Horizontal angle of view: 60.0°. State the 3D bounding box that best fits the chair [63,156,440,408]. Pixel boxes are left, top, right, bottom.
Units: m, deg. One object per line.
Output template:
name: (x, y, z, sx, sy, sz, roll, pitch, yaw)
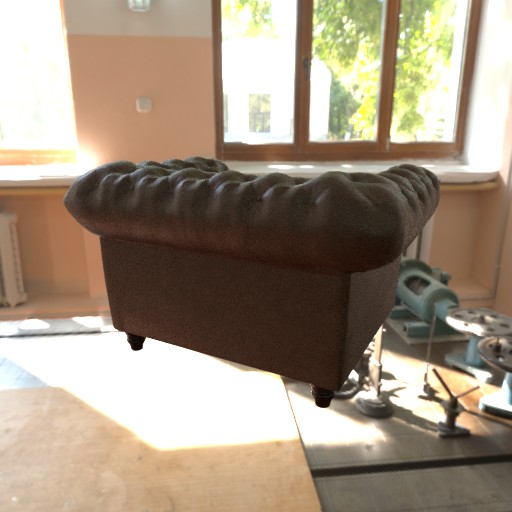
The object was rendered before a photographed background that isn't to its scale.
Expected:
chair: (0.000, 0.000, 1.850, 1.298, 0.784, 0.954, 8, 18, 27)
